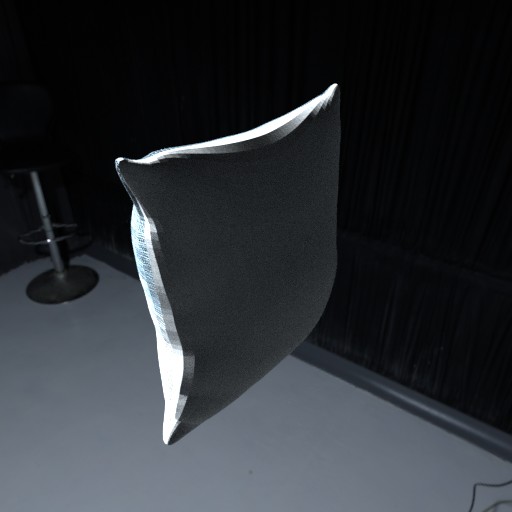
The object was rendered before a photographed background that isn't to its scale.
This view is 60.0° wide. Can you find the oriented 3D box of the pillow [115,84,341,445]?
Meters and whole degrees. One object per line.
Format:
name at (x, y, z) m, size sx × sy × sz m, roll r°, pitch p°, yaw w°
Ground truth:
pillow at (0.000, 0.000, 0.678) m, size 0.182 × 0.441 × 0.440 m, roll 22°, pitch 38°, yaw 32°
